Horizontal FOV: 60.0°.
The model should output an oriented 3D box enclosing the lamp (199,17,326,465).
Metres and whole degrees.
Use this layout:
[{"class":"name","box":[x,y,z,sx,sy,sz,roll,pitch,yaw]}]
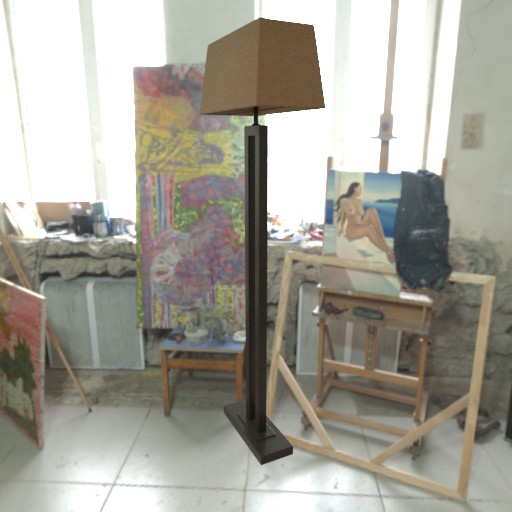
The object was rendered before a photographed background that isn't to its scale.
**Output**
[{"class":"lamp","box":[0.000,0.000,1.606,0.233,1.469,0.475,-7,16,-25]}]
